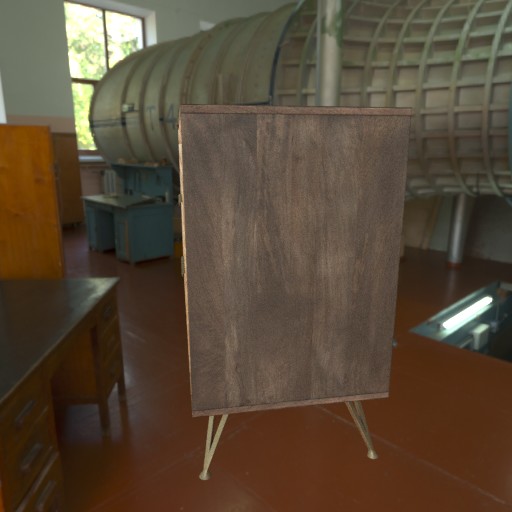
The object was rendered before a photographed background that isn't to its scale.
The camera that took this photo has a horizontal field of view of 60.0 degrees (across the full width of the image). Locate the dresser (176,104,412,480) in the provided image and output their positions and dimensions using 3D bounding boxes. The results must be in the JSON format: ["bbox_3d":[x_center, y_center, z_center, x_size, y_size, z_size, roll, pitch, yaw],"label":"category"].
[{"bbox_3d":[0.000,0.000,1.359,0.453,0.801,0.923,-2,14,-10],"label":"dresser"}]
